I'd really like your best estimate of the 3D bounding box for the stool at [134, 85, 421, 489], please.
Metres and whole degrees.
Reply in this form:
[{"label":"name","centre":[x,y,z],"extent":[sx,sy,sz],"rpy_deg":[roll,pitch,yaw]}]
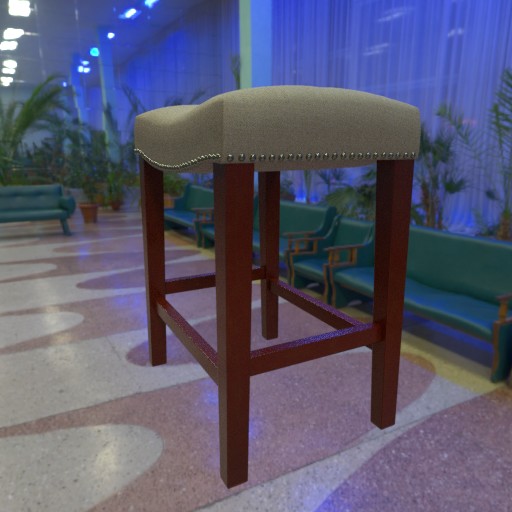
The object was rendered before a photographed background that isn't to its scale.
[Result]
[{"label":"stool","centre":[0.000,0.000,0.939],"extent":[0.375,0.632,0.509],"rpy_deg":[-7,16,-27]}]
